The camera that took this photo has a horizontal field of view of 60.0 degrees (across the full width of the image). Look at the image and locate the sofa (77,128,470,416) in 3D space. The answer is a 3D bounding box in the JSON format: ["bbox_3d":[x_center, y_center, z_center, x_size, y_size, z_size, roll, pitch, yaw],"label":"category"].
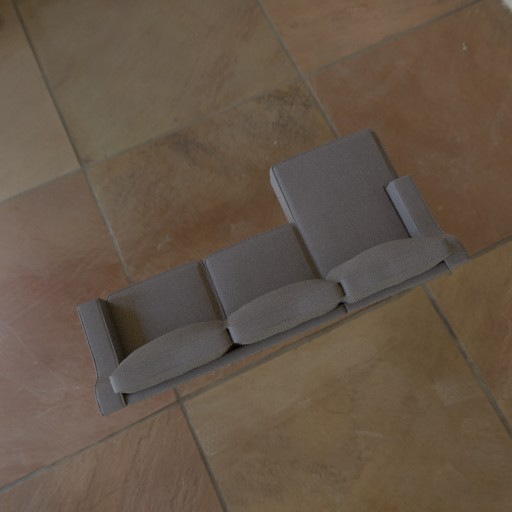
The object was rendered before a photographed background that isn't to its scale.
[{"bbox_3d":[0.000,0.000,3.224,2.561,0.928,1.294,-22,77,-5],"label":"sofa"}]
